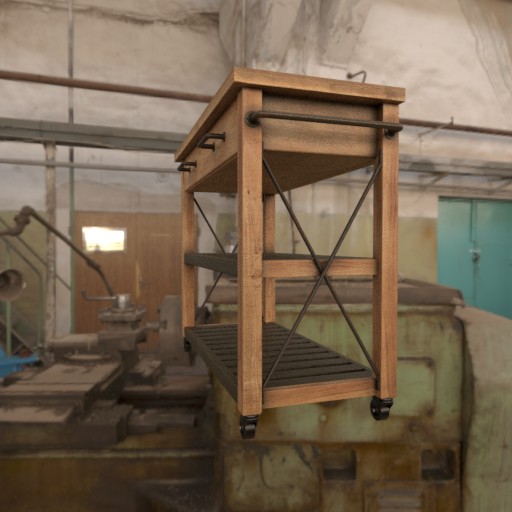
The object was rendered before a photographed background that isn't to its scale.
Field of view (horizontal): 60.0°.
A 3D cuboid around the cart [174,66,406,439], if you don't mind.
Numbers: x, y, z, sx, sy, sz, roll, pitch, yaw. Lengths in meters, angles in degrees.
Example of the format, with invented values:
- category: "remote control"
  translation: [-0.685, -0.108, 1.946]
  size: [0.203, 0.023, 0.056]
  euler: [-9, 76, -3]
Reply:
- category: "cart"
  translation: [0.000, 0.000, 0.981]
  size: [0.298, 0.554, 0.686]
  euler: [0, 2, -18]
